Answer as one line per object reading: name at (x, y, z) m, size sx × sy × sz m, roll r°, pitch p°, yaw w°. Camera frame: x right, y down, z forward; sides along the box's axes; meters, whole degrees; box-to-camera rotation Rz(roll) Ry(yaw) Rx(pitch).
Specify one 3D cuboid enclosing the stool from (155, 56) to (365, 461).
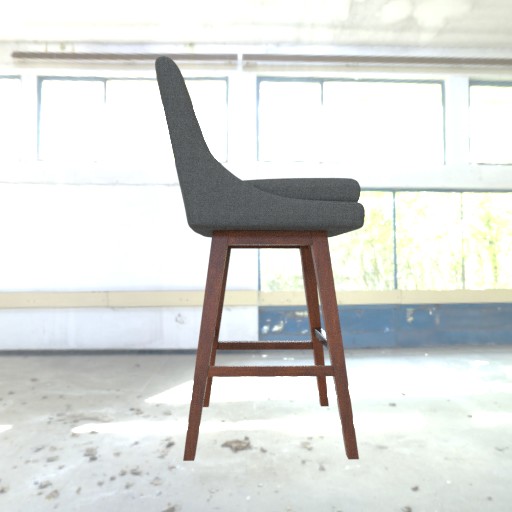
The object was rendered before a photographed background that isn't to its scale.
stool at (0.000, 0.000, 1.265) m, size 0.524 × 0.977 × 0.447 m, roll 0°, pitch -1°, yaw -1°
